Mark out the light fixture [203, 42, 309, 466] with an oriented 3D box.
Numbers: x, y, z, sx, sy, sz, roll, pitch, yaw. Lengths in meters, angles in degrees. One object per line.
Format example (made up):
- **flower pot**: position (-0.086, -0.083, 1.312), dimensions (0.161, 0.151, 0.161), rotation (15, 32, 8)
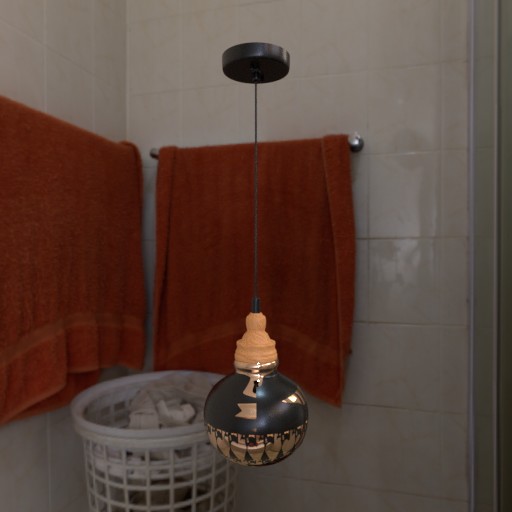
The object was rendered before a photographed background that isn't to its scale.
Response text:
- **light fixture**: position (0.000, 0.000, 1.811), dimensions (0.430, 1.606, 0.430), rotation (0, 1, 18)
